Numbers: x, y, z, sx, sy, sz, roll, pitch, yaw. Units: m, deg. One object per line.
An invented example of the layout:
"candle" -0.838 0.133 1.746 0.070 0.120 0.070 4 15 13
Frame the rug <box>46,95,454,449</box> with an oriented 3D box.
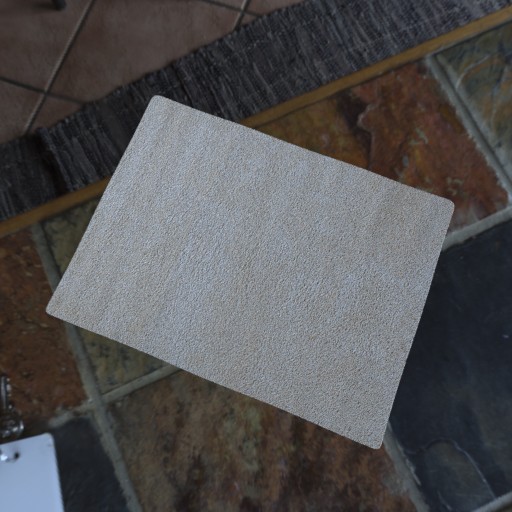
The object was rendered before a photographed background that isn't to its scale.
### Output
"rug" 0.000 0.000 2.085 1.600 0.025 1.199 21 78 5
